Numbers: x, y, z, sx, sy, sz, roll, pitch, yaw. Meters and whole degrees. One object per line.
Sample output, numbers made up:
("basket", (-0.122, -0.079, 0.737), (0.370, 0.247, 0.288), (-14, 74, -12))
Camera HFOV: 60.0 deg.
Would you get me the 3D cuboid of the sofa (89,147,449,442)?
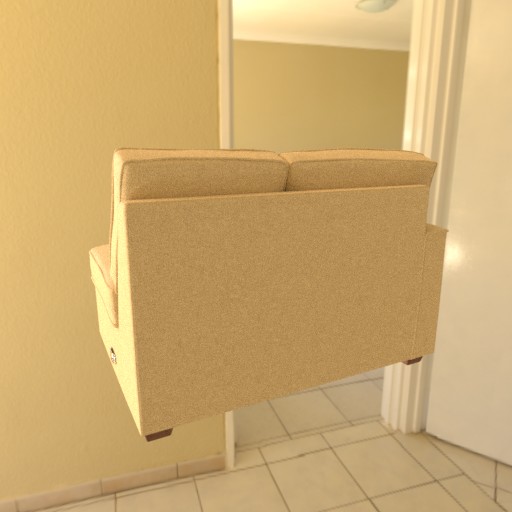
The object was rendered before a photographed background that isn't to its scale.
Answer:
("sofa", (0.000, 0.000, 2.059), (1.388, 0.989, 0.991), (-7, 16, -26))
